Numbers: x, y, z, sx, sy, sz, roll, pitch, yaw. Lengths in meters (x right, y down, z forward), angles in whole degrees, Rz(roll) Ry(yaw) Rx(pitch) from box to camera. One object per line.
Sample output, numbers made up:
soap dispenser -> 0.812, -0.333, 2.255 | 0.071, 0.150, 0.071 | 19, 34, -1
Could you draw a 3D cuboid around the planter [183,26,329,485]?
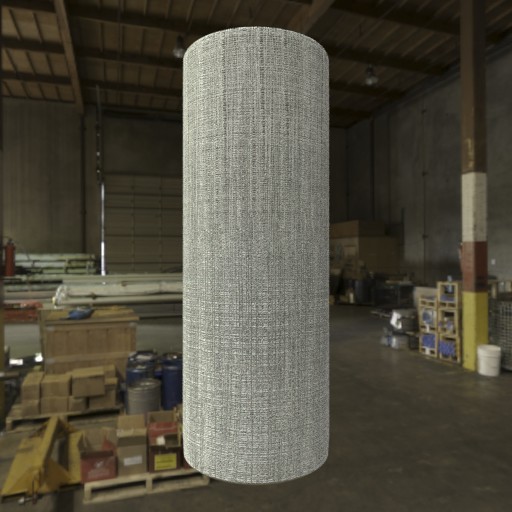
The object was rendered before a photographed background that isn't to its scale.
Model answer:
planter -> 0.000, 0.000, 0.308 | 0.100, 0.270, 0.100 | 0, 0, -18
